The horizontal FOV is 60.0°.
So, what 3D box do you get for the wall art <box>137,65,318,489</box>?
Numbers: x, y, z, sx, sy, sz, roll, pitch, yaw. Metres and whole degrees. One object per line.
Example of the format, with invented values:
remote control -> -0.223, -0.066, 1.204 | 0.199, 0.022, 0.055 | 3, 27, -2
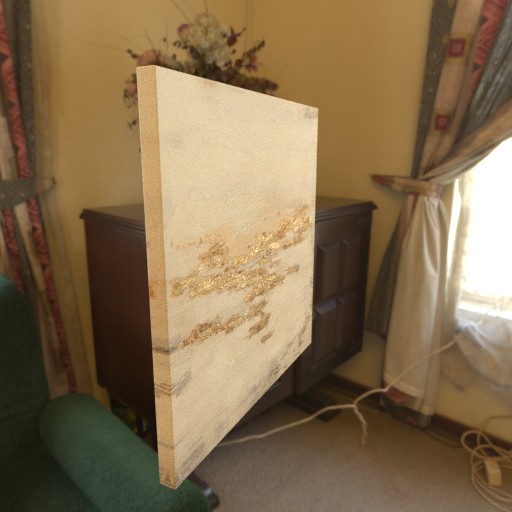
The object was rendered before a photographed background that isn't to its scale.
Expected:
wall art -> 0.000, 0.000, 1.093 | 0.038, 0.755, 0.753 | 7, 15, 26
